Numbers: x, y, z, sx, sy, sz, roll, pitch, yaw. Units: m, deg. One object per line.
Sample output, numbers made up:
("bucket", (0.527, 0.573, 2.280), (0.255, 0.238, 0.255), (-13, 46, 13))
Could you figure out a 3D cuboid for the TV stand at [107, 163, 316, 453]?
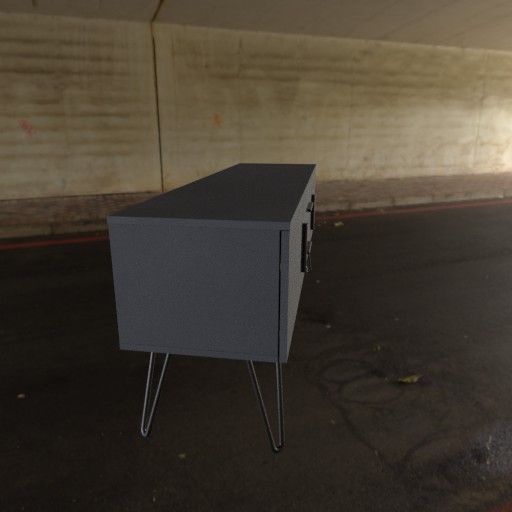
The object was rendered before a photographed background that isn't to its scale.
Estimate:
("TV stand", (0.000, 0.000, 1.639), (0.400, 0.560, 1.400), (3, 17, 9))
